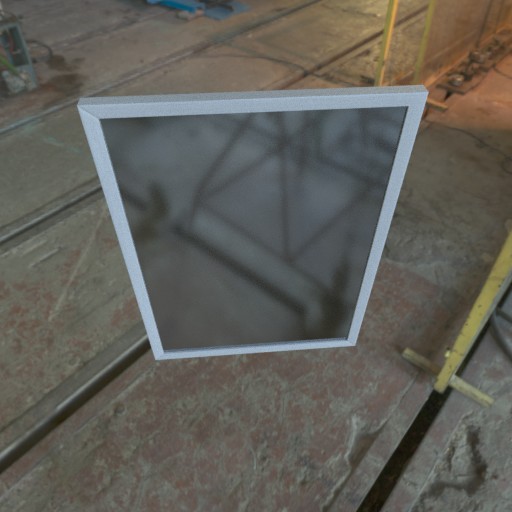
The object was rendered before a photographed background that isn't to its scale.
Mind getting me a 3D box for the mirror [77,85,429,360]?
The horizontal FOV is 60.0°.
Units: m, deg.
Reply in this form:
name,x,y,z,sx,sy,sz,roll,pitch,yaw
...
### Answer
name,x,y,z,sx,sy,sz,roll,pitch,yaw
mirror,0.000,0.000,1.335,0.762,1.016,0.040,-3,46,-3
